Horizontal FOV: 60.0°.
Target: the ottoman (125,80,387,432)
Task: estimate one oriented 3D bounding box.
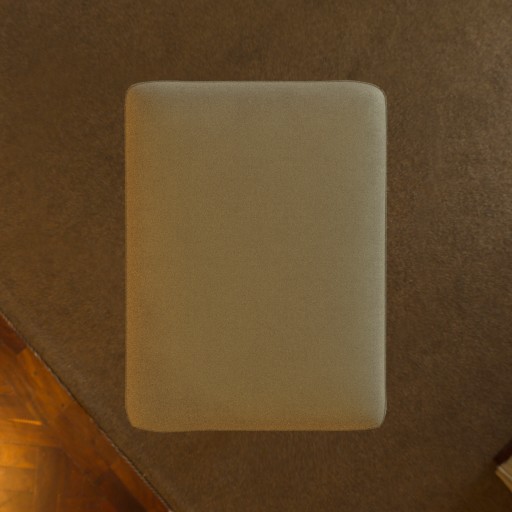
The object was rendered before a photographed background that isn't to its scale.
[{"bbox_3d":[0.000,0.000,1.156,0.608,0.449,0.811,0,90,0],"label":"ottoman"}]
